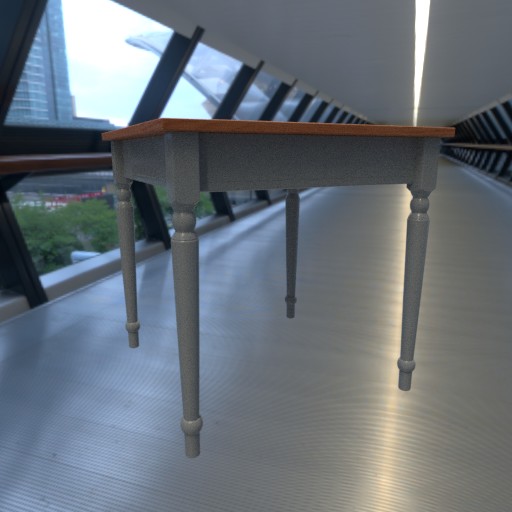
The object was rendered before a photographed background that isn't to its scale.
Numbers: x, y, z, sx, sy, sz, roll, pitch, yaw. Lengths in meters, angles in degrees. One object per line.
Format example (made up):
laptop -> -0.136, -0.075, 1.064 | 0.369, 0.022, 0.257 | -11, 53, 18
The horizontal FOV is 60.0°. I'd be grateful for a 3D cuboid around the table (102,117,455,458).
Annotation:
table -> 0.000, 0.000, 1.359 | 0.747, 0.738, 0.747 | -6, 15, -26
